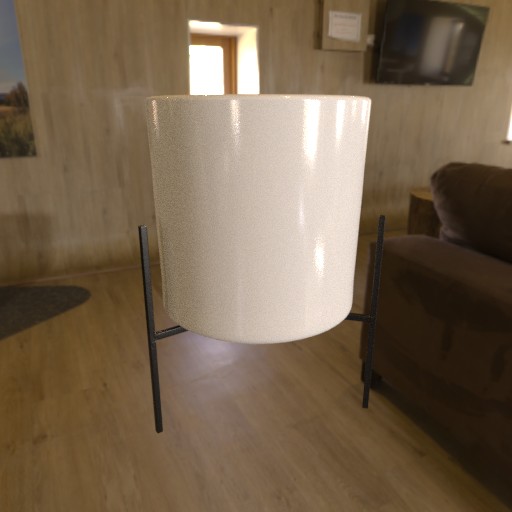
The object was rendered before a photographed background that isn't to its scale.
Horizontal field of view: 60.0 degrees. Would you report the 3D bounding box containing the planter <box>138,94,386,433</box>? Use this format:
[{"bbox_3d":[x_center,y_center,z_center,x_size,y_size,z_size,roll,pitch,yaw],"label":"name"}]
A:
[{"bbox_3d":[0.000,0.000,0.641,0.307,0.431,0.308,-3,18,-9],"label":"planter"}]
